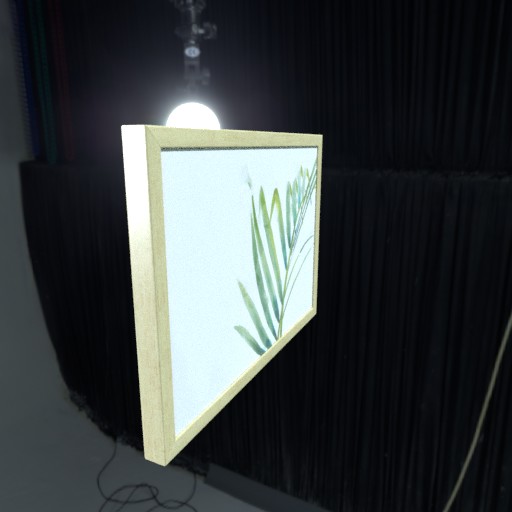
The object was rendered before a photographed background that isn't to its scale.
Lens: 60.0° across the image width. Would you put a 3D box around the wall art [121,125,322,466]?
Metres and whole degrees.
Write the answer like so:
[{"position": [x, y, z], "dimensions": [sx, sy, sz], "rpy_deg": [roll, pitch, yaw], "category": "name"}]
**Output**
[{"position": [0.000, 0.000, 0.706], "dimensions": [0.032, 0.381, 0.533], "rpy_deg": [7, 16, 26], "category": "wall art"}]
